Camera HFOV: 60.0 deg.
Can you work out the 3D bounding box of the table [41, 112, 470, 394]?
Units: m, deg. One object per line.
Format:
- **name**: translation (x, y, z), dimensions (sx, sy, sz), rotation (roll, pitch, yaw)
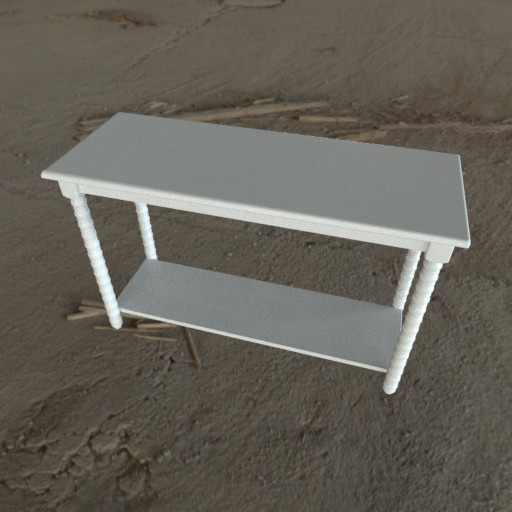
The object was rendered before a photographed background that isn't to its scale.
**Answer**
- **table**: translation (0.000, 0.000, 1.569), dimensions (1.184, 0.740, 0.459), rotation (11, 42, 12)
